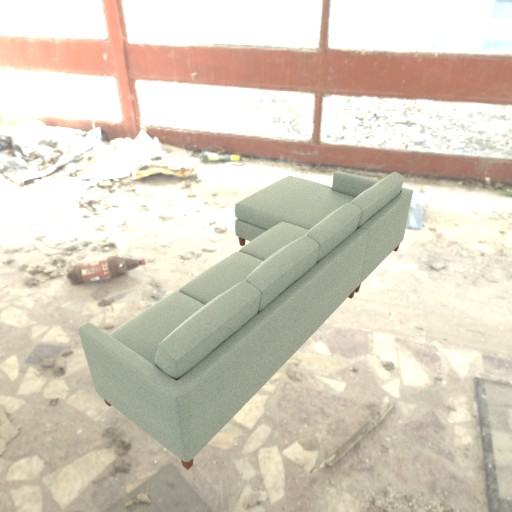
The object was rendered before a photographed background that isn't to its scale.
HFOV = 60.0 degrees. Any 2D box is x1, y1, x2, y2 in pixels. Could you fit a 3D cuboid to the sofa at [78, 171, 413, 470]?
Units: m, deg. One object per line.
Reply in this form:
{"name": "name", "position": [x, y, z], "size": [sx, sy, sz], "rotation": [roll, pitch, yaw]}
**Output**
{"name": "sofa", "position": [0.000, 0.000, 4.086], "size": [1.600, 0.953, 3.470], "rotation": [23, 39, 31]}
